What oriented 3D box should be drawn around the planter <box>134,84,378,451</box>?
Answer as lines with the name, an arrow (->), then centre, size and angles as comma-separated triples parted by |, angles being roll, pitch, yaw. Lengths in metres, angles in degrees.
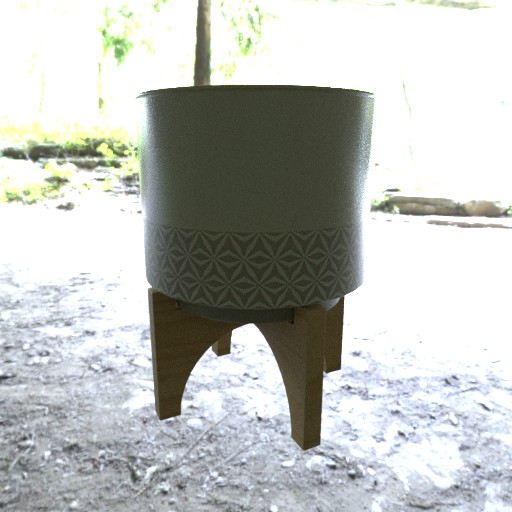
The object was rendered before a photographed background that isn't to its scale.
planter -> 0.000, 0.000, 0.386 | 0.188, 0.260, 0.188 | 0, 15, 0
